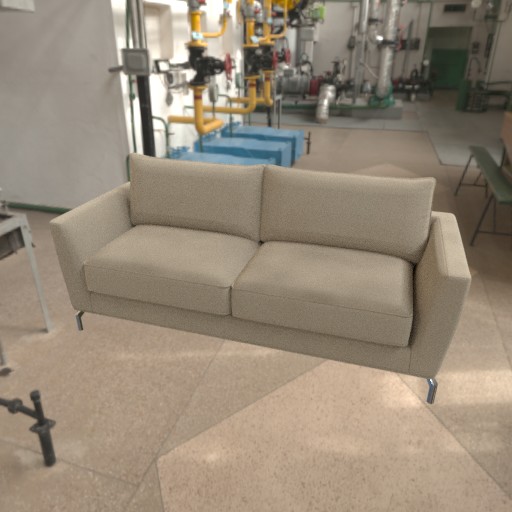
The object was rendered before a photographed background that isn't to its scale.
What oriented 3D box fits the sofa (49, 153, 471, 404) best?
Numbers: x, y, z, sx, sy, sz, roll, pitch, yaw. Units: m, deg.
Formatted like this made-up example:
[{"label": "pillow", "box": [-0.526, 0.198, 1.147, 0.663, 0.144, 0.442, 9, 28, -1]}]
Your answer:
[{"label": "sofa", "box": [0.000, 0.000, 2.660, 2.214, 1.005, 0.868, 8, 27, 16]}]
